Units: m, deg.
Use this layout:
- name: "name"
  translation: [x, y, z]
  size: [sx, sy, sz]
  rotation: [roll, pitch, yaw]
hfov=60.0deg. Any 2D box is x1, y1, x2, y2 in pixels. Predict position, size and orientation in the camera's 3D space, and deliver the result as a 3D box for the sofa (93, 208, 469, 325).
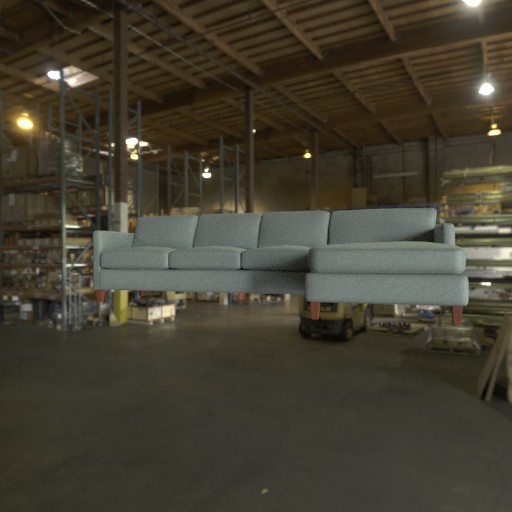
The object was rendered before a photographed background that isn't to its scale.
- name: "sofa"
  translation: [0.000, 0.000, 4.188]
  size: [3.471, 0.950, 1.604]
  rotation: [0, 0, 17]
